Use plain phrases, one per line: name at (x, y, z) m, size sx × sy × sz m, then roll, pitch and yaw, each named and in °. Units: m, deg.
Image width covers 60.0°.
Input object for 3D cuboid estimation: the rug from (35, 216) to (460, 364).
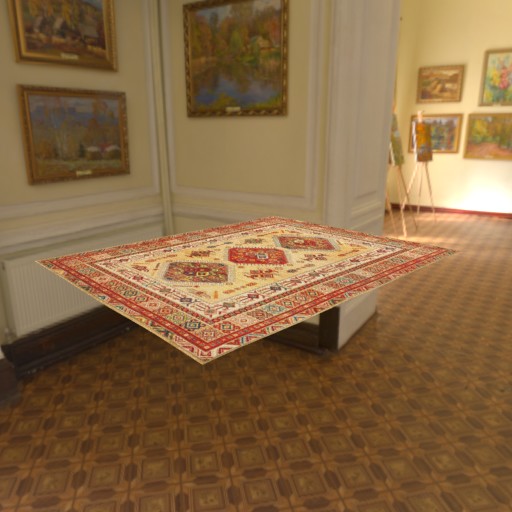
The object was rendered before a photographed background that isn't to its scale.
rug at (0.000, 0.000, 4.073) m, size 3.067 × 0.005 × 2.460 m, roll -15°, pitch 22°, yaw -41°
